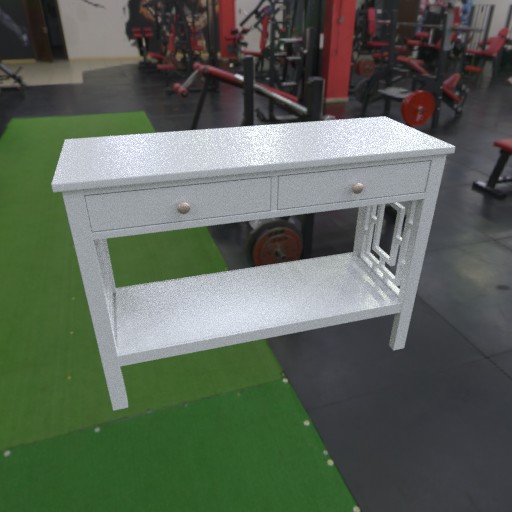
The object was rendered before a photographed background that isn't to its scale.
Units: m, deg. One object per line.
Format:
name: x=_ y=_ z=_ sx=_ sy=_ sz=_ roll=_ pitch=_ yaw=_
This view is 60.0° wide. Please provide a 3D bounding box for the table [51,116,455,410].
table: x=0.000 y=0.000 z=1.470 sx=1.068 sy=0.753 sz=0.397 roll=-8 pitch=31 yaw=-14
